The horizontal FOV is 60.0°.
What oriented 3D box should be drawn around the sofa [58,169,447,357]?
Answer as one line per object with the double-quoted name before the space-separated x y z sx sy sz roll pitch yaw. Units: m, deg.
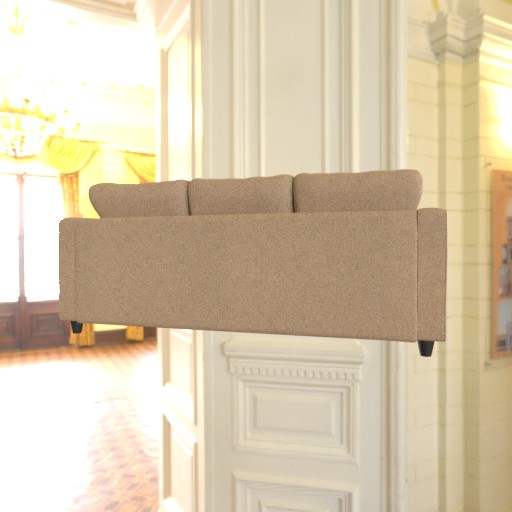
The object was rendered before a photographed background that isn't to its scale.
"sofa" 0.000 0.000 2.443 1.855 0.800 0.930 0 1 17
